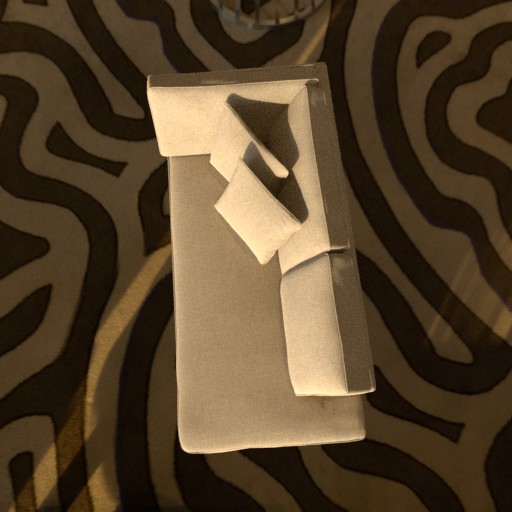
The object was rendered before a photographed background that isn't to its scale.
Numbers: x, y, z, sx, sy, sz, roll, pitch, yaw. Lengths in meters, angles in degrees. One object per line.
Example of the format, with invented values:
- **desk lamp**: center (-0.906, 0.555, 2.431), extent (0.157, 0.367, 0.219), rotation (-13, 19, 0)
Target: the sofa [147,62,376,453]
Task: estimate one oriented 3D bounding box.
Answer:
- **sofa**: center (0.000, 0.000, 2.746), extent (1.110, 1.019, 2.238), rotation (-5, 75, -1)
